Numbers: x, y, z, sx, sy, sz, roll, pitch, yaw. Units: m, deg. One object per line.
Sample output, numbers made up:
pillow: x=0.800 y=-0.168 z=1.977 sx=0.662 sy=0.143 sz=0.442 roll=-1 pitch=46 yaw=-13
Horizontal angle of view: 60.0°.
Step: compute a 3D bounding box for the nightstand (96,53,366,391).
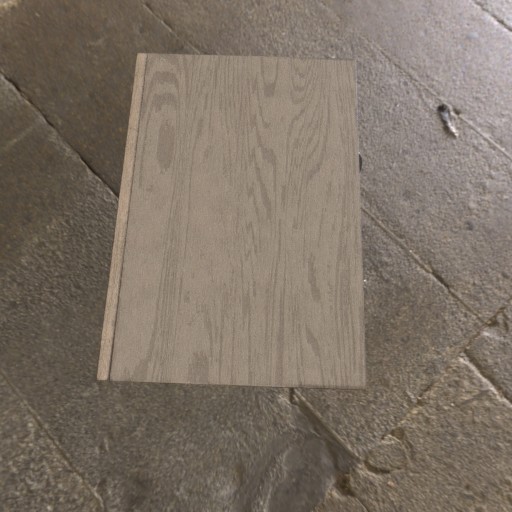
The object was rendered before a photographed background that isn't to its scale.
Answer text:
nightstand: x=0.000 y=0.000 z=1.093 sx=0.483 sy=0.673 sz=0.612 roll=2 pitch=74 yaw=1
